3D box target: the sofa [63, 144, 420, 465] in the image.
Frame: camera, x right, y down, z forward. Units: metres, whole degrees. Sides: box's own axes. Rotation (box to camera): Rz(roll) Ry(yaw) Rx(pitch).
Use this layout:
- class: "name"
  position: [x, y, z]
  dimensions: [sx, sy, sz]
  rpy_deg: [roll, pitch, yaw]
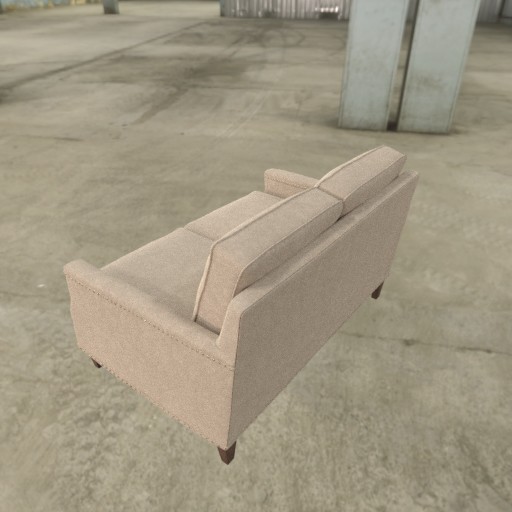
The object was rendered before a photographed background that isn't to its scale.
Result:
- class: "sofa"
  position: [0.000, 0.000, 2.305]
  dimensions: [1.084, 1.002, 1.597]
  rpy_deg: [22, 38, 31]
